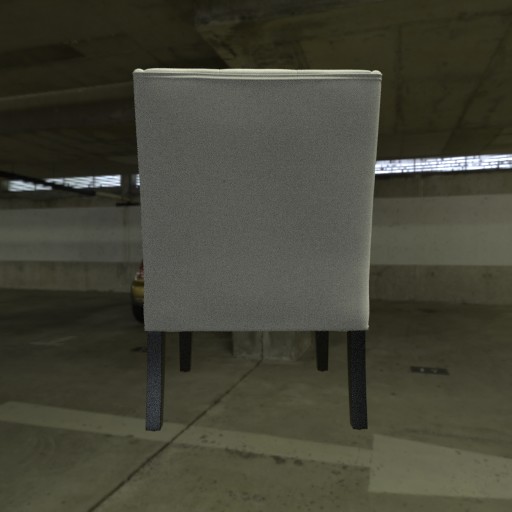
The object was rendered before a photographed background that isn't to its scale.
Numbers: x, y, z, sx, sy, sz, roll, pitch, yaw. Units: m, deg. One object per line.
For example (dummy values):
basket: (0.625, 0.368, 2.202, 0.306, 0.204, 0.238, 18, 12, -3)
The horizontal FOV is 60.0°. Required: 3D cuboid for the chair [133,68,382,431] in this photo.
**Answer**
chair: (0.000, 0.000, 1.306, 0.569, 0.853, 0.676, 0, 1, -1)
